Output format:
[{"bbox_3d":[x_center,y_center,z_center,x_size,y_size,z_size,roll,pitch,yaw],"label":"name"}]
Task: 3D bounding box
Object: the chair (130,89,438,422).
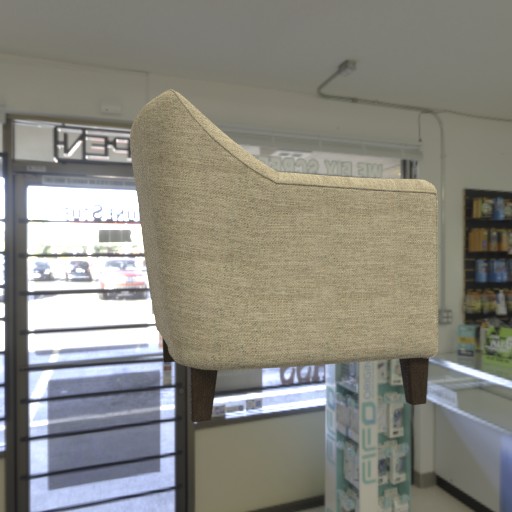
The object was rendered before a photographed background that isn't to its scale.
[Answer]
[{"bbox_3d":[0.000,0.000,1.389,0.758,0.761,0.796,0,0,-18],"label":"chair"}]
